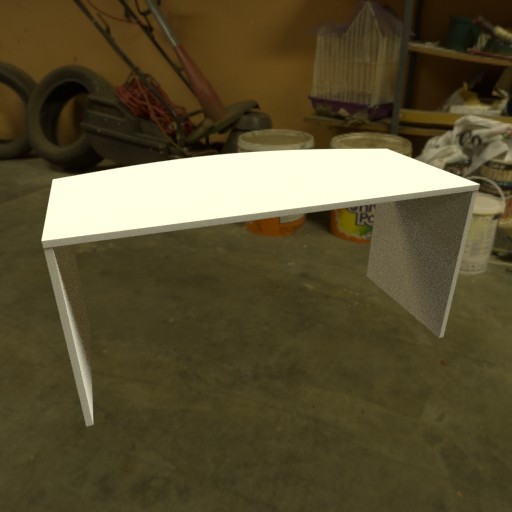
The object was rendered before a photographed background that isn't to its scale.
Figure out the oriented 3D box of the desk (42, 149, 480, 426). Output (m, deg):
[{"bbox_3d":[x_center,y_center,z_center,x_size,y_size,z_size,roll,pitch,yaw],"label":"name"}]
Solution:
[{"bbox_3d":[0.000,0.000,2.026,1.600,0.750,0.802,-9,28,-17],"label":"desk"}]
